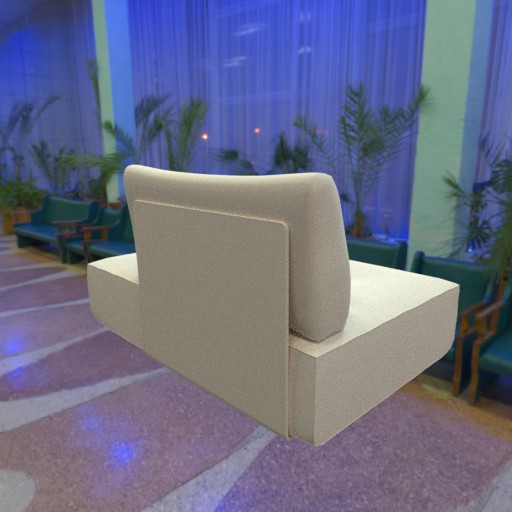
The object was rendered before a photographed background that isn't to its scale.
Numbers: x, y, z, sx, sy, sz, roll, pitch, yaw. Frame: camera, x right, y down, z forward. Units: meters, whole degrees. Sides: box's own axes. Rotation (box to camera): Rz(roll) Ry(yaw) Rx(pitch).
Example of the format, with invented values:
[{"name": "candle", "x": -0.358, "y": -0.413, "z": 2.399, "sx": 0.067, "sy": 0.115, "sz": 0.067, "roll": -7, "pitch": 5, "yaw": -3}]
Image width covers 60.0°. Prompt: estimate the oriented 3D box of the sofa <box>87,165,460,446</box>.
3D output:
[{"name": "sofa", "x": 0.000, "y": 0.000, "z": 2.012, "sx": 1.000, "sy": 0.820, "sz": 1.450, "roll": -13, "pitch": 18, "yaw": -43}]
